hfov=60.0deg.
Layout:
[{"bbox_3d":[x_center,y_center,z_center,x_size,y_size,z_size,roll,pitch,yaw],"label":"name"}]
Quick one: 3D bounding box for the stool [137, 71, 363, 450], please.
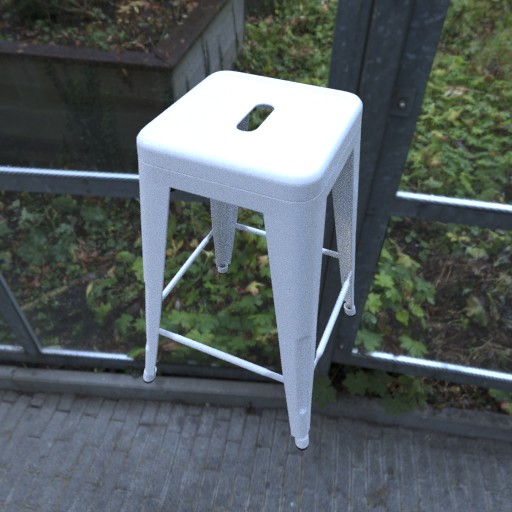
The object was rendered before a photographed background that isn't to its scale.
[{"bbox_3d":[0.000,0.000,0.890,0.406,0.610,0.406,17,47,17],"label":"stool"}]
